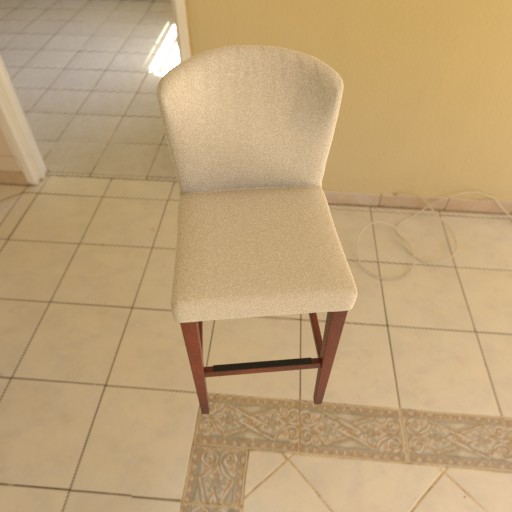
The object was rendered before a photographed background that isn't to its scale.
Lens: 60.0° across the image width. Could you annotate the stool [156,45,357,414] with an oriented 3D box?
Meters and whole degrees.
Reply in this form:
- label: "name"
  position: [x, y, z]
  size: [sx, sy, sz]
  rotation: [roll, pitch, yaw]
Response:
- label: "stool"
  position: [0.000, 0.000, 1.382]
  size: [0.479, 1.069, 0.568]
  rotation: [-4, 47, -4]
